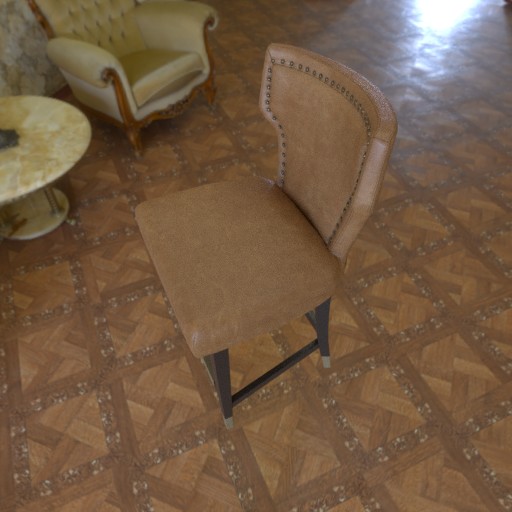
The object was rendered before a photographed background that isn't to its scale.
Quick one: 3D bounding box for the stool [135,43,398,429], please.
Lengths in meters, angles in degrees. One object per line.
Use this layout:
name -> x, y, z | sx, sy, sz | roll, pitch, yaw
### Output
stool -> 0.000, 0.000, 1.292 | 0.563, 0.982, 0.526 | -19, 49, -17
